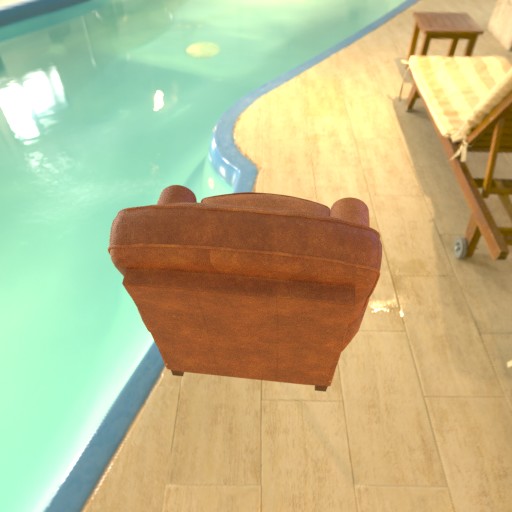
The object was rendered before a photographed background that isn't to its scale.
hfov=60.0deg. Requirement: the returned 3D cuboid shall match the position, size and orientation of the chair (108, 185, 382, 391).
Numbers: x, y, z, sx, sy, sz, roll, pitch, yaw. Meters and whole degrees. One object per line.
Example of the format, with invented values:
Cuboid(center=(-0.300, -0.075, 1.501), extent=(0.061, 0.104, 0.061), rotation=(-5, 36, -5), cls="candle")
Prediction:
Cuboid(center=(0.000, 0.000, 1.850), extent=(0.936, 1.018, 0.986), rotation=(5, 46, 5), cls="chair")
